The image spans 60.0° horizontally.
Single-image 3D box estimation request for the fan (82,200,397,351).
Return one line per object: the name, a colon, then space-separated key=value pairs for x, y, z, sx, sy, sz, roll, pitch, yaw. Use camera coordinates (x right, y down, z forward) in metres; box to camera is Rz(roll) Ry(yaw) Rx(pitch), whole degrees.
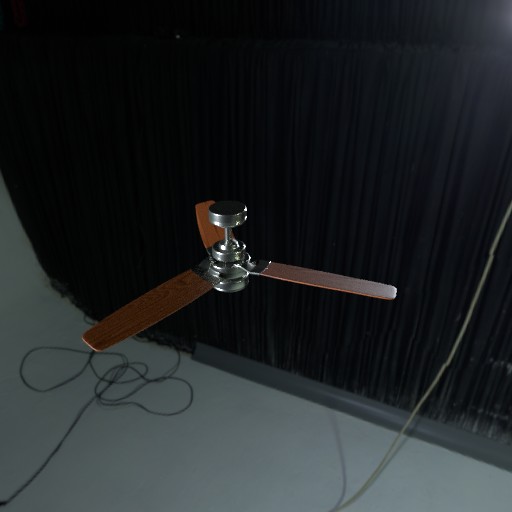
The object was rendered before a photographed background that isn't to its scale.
fan: x=0.000 y=0.000 z=2.047 sx=1.271 sy=0.410 sz=1.416 roll=10 pitch=31 yaw=17
